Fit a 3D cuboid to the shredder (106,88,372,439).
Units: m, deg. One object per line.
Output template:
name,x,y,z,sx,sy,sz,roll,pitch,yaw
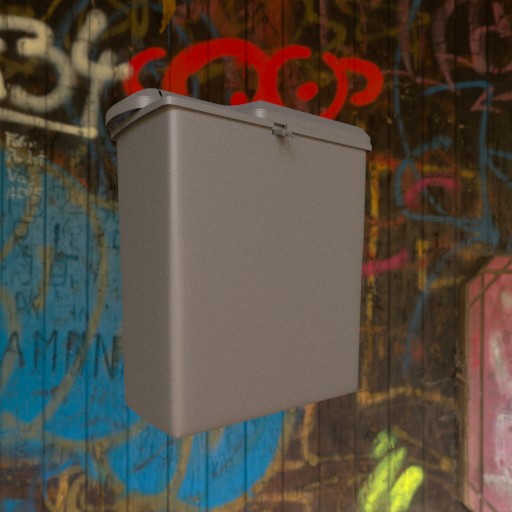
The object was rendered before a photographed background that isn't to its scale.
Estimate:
shredder,0.000,0.000,0.518,0.320,0.335,0.170,1,-1,-37
